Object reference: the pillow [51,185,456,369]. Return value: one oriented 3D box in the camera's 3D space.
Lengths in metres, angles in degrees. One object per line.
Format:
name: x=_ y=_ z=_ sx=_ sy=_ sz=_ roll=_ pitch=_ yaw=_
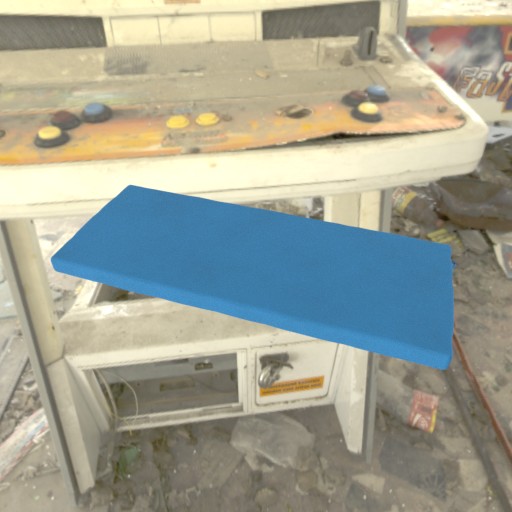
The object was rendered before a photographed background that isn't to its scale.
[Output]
pillow: x=0.000 y=0.000 z=1.374 sx=1.187 sy=0.081 sz=0.492 roll=12 pitch=42 yaw=14
